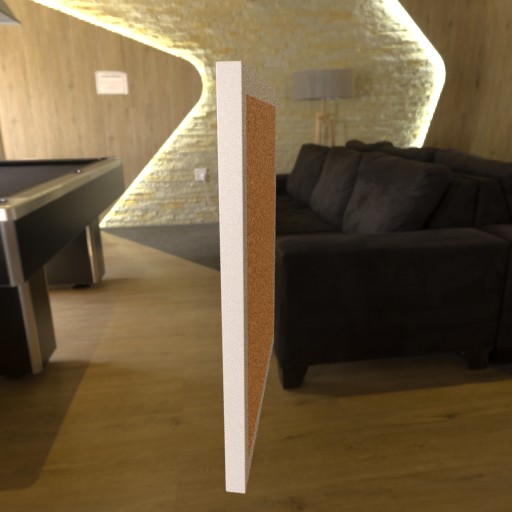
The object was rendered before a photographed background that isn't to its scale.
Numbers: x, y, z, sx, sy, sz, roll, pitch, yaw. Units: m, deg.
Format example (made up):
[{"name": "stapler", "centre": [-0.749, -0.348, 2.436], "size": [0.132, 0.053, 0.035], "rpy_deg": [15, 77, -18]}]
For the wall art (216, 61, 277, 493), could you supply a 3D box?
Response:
[{"name": "wall art", "centre": [0.000, 0.000, 0.754], "size": [0.028, 0.556, 0.454], "rpy_deg": [2, 17, 7]}]
